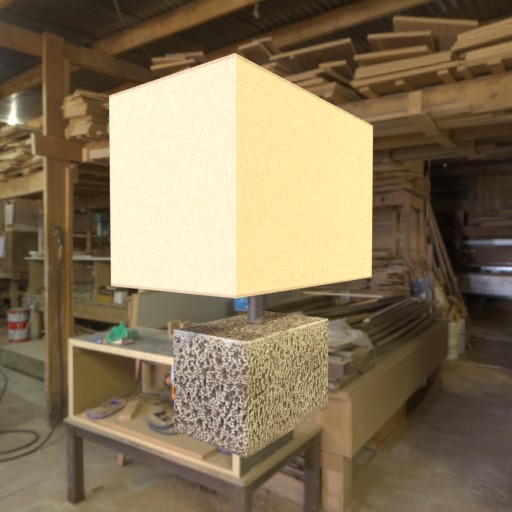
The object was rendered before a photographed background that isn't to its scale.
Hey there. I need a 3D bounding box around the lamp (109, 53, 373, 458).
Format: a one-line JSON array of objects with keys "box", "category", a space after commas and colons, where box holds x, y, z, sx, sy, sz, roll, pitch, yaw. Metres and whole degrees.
[{"box": [0.000, 0.000, 0.552, 0.180, 0.411, 0.294, 1, 2, 37], "category": "lamp"}]
